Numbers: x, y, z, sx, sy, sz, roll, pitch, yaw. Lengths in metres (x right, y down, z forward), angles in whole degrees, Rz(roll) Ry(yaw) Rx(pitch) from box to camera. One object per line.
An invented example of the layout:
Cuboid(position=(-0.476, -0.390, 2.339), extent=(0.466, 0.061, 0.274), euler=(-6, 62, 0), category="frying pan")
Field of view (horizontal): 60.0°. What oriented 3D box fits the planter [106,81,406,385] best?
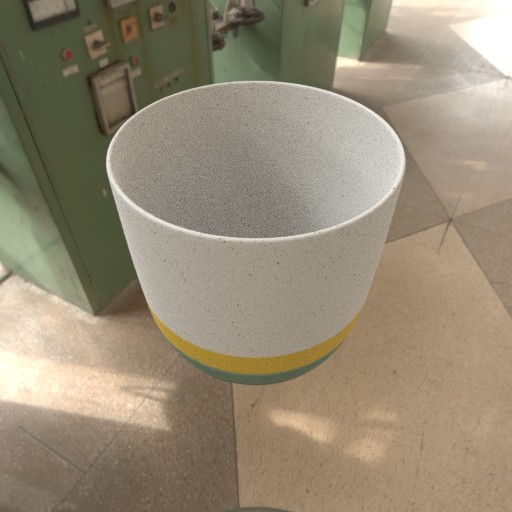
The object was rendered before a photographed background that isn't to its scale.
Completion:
Cuboid(position=(0.000, 0.000, 0.370), extent=(0.195, 0.214, 0.195), euler=(0, 45, 0), category="planter")
